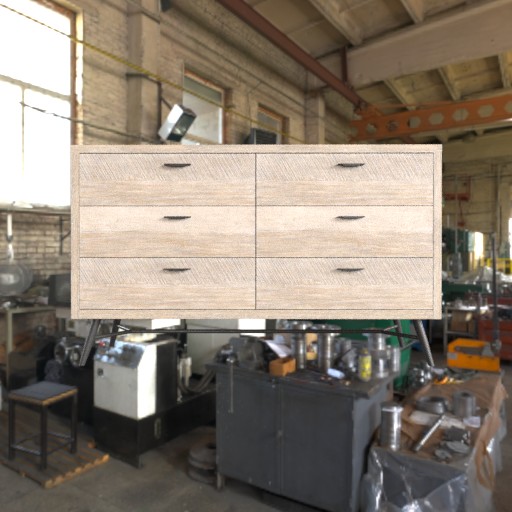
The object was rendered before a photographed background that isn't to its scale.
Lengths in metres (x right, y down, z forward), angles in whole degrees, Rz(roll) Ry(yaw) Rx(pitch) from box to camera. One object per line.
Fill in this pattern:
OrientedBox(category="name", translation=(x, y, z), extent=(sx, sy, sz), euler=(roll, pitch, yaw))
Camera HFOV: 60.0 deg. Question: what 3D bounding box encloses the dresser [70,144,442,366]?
OrientedBox(category="dresser", translation=(0.000, 0.000, 2.031), extent=(1.524, 0.914, 0.457), euler=(0, 0, 0))
